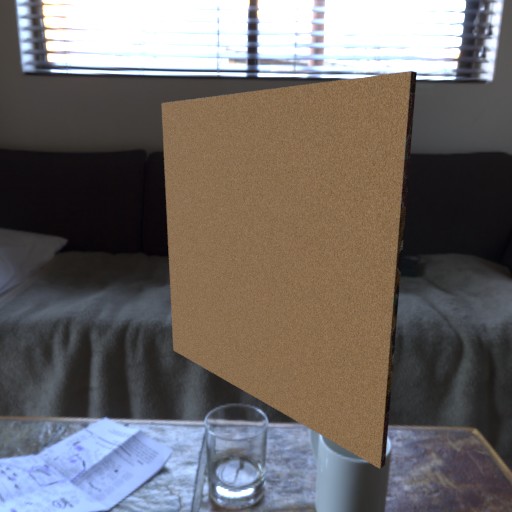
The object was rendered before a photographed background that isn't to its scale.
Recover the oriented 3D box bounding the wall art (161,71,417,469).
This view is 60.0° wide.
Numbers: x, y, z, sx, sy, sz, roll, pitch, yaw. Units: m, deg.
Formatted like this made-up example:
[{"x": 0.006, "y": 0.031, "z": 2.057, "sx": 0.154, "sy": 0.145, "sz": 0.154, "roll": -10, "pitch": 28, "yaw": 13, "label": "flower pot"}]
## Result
[{"x": 0.000, "y": 0.000, "z": 0.581, "sx": 0.010, "sy": 0.406, "sz": 0.404, "roll": -13, "pitch": 19, "yaw": -42, "label": "wall art"}]
